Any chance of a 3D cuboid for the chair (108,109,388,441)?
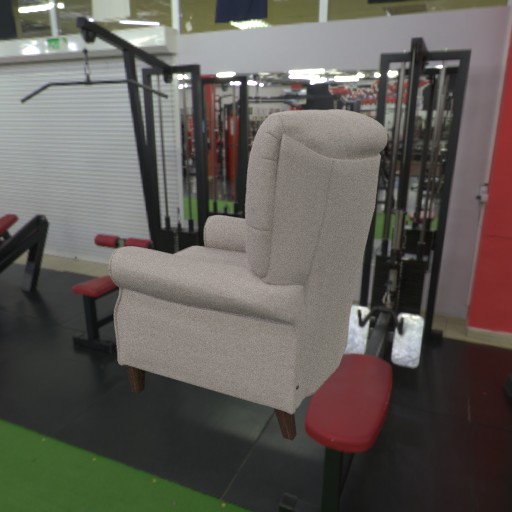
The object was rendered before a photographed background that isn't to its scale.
[{"bbox_3d":[0.000,0.000,1.939,1.025,1.209,0.942,8,18,25],"label":"chair"}]
